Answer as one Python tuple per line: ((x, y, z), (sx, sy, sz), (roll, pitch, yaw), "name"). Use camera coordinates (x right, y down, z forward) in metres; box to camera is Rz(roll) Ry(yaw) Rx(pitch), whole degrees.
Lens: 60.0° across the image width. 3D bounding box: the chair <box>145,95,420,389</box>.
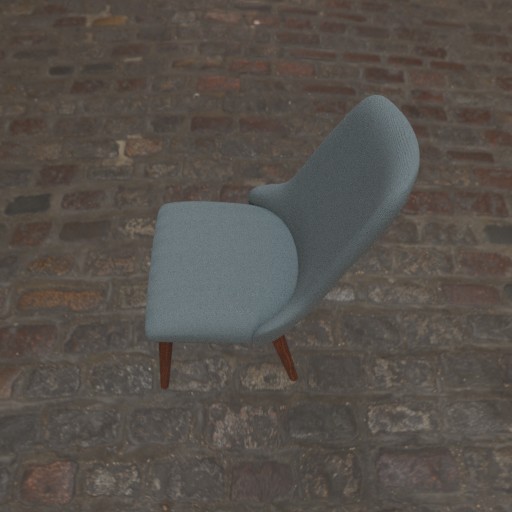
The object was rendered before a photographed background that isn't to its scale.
((0.000, 0.000, 1.346), (0.707, 0.918, 0.535), (-1, 57, 0), "chair")
